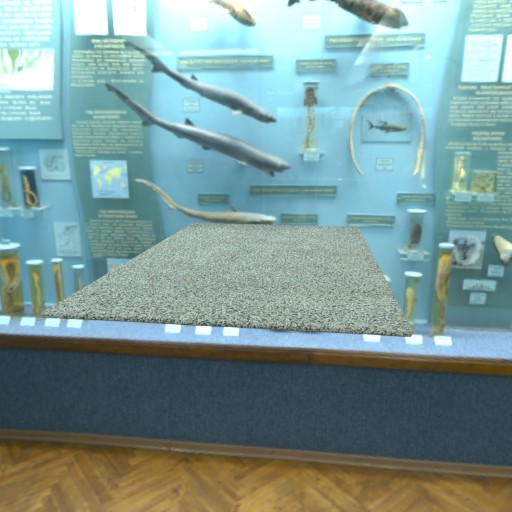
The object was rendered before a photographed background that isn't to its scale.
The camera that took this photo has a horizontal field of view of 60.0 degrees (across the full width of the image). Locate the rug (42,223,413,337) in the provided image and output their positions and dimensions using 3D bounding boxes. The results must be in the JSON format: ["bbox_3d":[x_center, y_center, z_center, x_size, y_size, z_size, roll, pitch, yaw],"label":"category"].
[{"bbox_3d":[0.000,0.000,3.387,1.778,0.030,2.743,2,14,8],"label":"rug"}]
